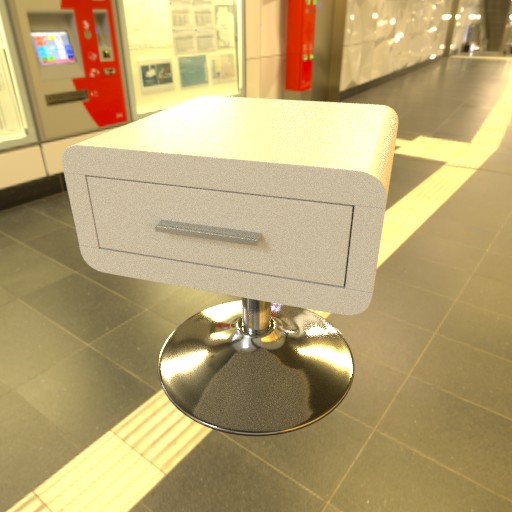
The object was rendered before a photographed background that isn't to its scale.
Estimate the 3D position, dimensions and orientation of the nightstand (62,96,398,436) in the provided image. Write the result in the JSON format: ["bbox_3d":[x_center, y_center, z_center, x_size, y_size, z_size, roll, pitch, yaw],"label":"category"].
[{"bbox_3d":[0.000,0.000,0.757,0.399,0.447,0.404,9,30,15],"label":"nightstand"}]
